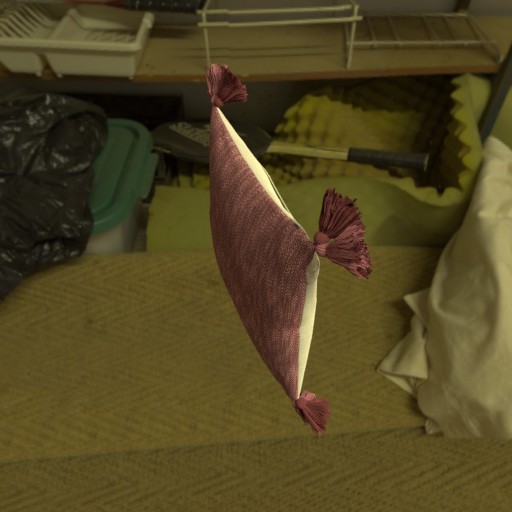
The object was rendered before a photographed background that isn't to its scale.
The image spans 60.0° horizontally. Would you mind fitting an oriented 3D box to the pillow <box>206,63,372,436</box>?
[{"bbox_3d":[0.000,0.000,0.973,0.138,0.659,0.641,-16,48,-15],"label":"pillow"}]
